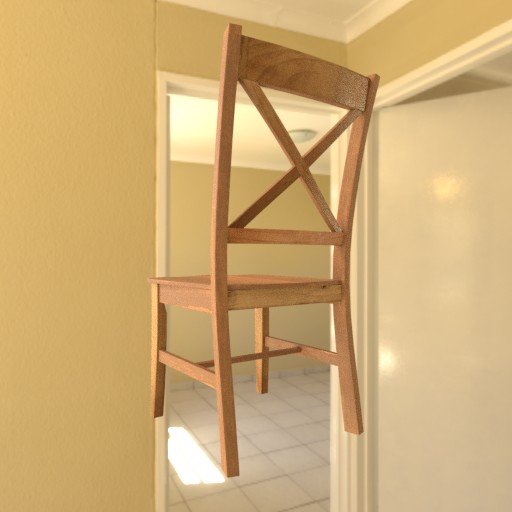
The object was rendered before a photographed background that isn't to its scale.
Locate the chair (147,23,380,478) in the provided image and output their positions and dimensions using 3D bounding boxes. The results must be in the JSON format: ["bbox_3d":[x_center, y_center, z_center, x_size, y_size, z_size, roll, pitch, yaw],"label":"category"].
[{"bbox_3d":[0.000,0.000,1.276,0.485,0.983,0.542,0,0,-35],"label":"chair"}]
